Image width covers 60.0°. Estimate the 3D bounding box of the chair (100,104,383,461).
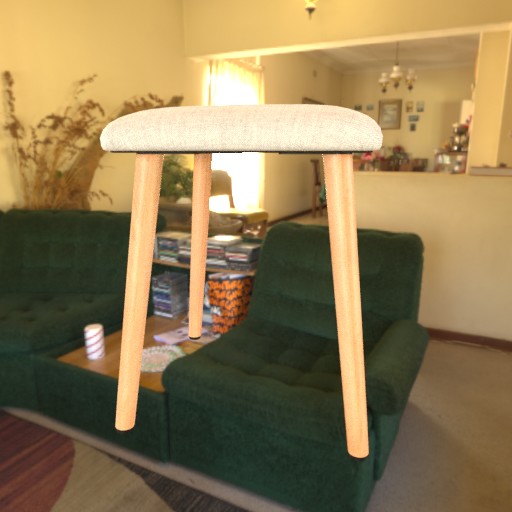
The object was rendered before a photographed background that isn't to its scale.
[{"bbox_3d":[0.000,0.000,0.697,0.350,0.440,0.350,2,13,10],"label":"chair"}]
